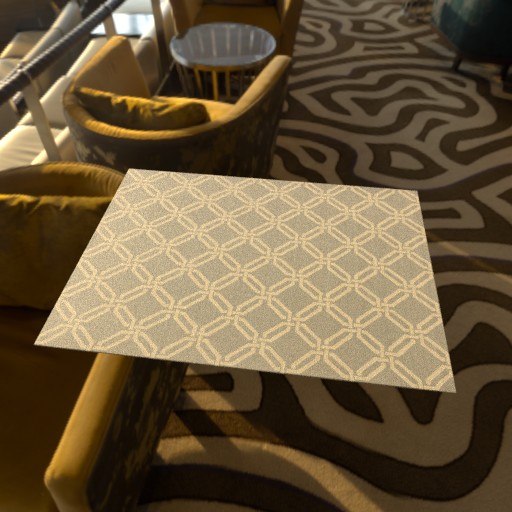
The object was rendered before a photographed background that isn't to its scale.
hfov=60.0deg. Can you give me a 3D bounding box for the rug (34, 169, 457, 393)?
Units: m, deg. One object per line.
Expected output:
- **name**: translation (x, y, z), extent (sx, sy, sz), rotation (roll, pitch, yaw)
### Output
- **rug**: translation (0.000, 0.000, 4.310), extent (3.353, 0.013, 2.438), rotation (5, 47, 5)
